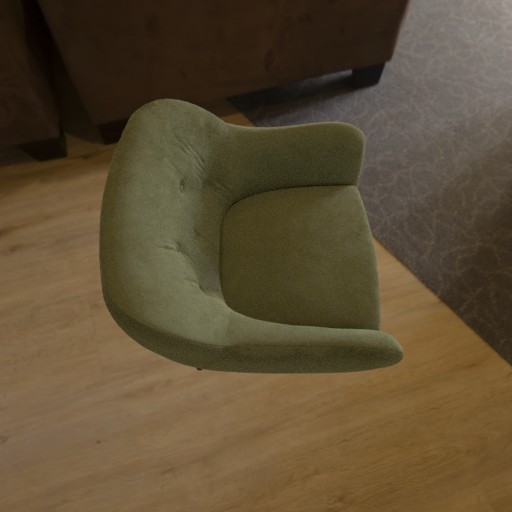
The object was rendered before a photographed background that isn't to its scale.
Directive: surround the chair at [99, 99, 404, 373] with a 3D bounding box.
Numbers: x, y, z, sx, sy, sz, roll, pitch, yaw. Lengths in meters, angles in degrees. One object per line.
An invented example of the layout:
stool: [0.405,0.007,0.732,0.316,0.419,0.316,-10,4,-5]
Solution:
chair: [0.000,0.000,1.523,0.819,0.804,0.840,-1,62,-1]
